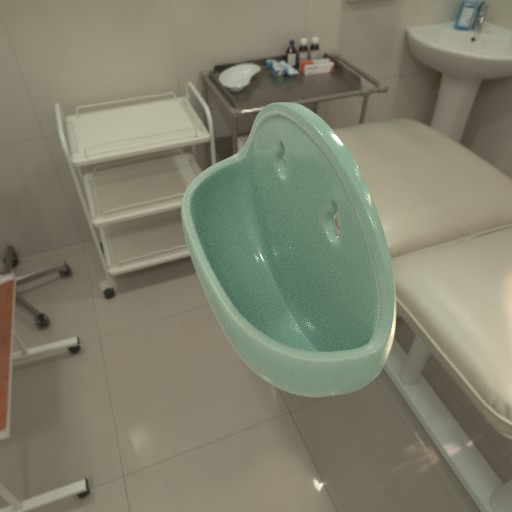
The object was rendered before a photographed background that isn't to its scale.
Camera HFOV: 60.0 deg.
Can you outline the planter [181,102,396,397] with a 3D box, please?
[{"bbox_3d":[0.000,0.000,0.268,0.073,0.164,0.189,-15,46,-16],"label":"planter"}]
